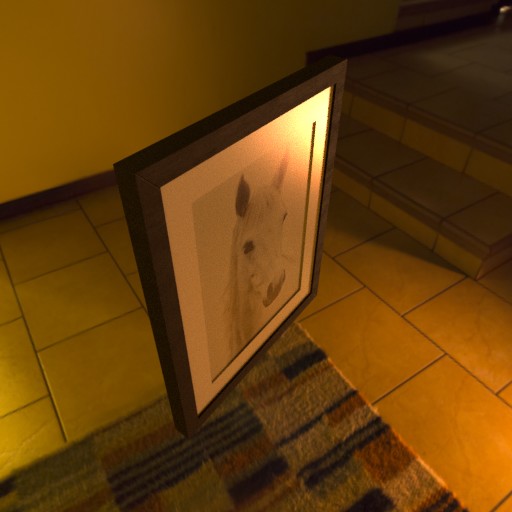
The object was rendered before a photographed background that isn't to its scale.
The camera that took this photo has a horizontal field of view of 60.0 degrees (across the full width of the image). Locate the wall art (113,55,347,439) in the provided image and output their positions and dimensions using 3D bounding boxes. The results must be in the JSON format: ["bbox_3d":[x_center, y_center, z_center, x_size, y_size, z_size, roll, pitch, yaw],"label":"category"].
[{"bbox_3d":[0.000,0.000,0.773,0.034,0.552,0.455,26,47,27],"label":"wall art"}]
